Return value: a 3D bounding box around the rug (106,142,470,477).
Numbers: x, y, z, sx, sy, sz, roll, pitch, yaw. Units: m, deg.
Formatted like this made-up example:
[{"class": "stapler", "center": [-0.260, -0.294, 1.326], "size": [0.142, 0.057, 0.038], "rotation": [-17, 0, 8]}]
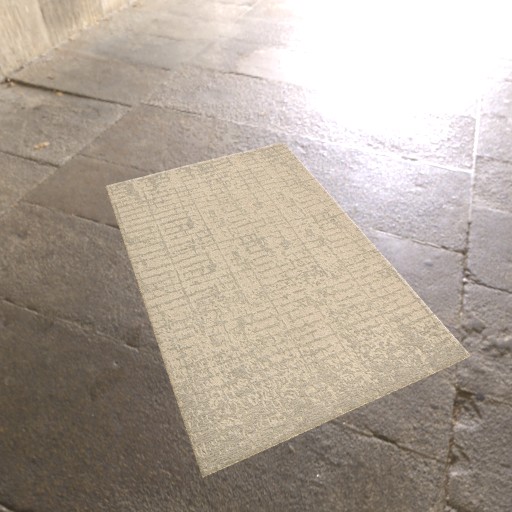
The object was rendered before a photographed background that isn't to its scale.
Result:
[{"class": "rug", "center": [0.000, 0.000, 2.307], "size": [1.211, 0.007, 1.827], "rotation": [-18, 49, -16]}]
